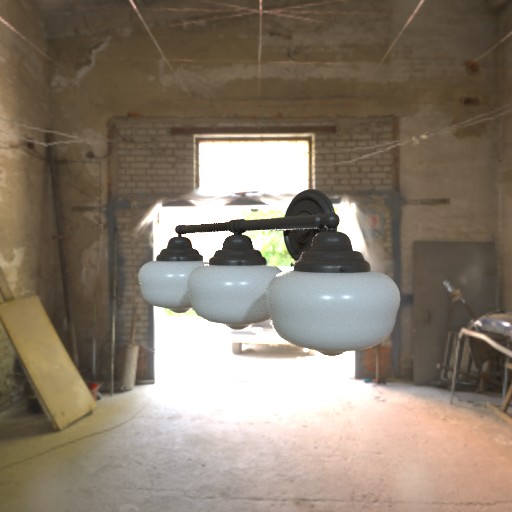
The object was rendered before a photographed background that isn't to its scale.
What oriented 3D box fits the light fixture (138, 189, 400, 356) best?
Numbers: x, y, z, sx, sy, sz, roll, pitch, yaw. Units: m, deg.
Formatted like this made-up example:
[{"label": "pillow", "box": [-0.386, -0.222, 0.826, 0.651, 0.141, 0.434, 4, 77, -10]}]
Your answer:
[{"label": "light fixture", "box": [0.000, 0.000, 0.745, 0.239, 0.242, 0.587, -1, 2, -36]}]
